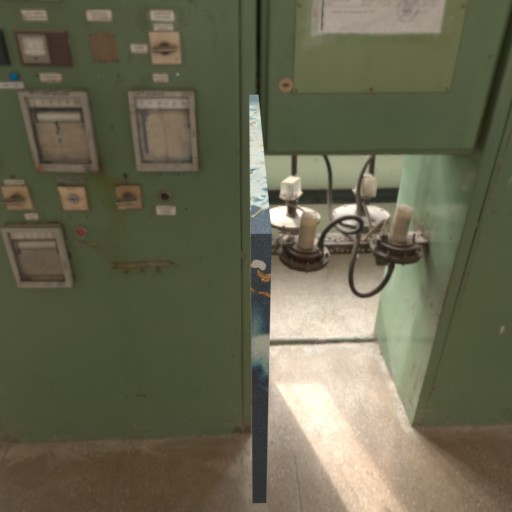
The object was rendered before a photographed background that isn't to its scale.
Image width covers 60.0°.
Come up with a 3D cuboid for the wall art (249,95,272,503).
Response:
[{"bbox_3d":[0.000,0.000,1.402,0.035,0.759,1.138,0,31,-1],"label":"wall art"}]
